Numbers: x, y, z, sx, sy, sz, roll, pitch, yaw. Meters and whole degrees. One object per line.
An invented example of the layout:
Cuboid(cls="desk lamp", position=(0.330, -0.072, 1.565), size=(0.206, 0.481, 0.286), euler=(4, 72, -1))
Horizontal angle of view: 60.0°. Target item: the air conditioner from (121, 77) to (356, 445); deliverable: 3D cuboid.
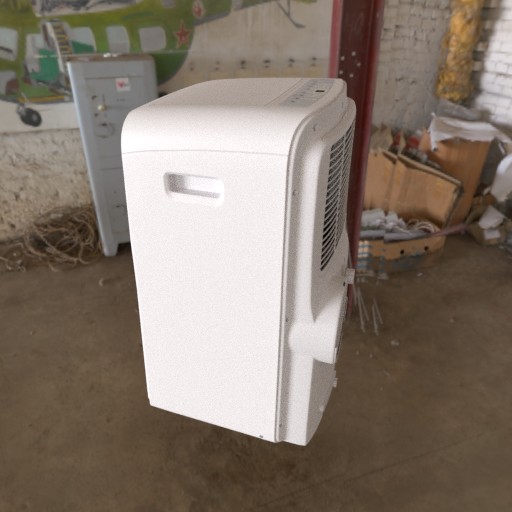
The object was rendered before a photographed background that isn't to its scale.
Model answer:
Cuboid(cls="air conditioner", position=(0.000, 0.000, 1.061), size=(0.467, 0.765, 0.478), euler=(9, 31, 14))
